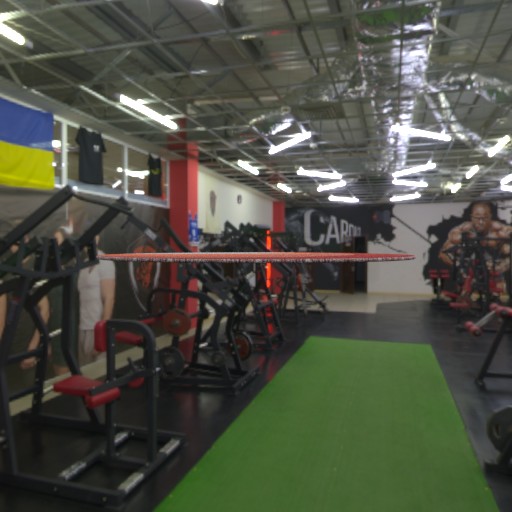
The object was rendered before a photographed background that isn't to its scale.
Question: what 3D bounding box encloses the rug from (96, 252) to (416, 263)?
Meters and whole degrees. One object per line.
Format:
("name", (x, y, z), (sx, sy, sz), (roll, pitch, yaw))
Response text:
("rug", (0.000, 0.000, 2.233), (1.514, 0.015, 1.514), (0, 1, 0))
